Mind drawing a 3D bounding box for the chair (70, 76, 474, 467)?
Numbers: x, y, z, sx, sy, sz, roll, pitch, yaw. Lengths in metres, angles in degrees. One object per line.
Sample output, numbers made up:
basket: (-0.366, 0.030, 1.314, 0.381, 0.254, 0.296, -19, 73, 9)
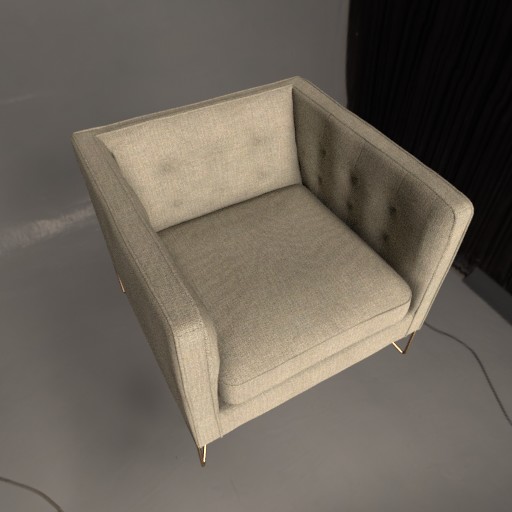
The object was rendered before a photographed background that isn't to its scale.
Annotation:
chair: (0.000, 0.000, 1.596, 0.920, 0.799, 0.912, -22, 50, -20)
